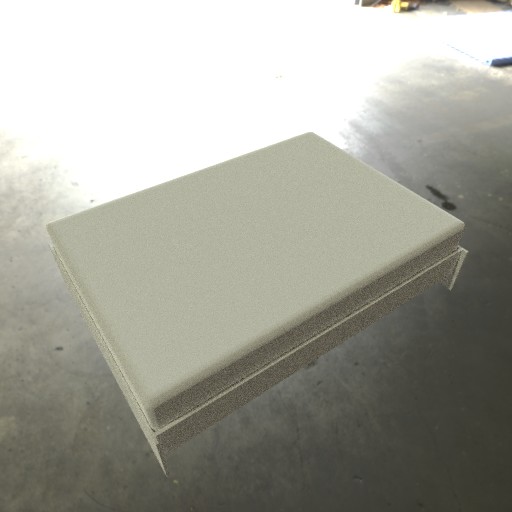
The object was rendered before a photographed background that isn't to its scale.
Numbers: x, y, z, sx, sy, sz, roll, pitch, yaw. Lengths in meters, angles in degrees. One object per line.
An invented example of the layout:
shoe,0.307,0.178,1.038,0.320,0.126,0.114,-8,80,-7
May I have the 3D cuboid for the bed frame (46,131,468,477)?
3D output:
bed frame,0.000,0.000,2.600,1.945,0.497,1.445,-25,48,-25
